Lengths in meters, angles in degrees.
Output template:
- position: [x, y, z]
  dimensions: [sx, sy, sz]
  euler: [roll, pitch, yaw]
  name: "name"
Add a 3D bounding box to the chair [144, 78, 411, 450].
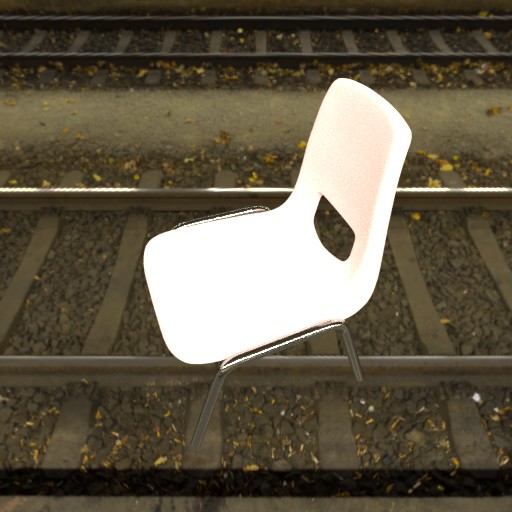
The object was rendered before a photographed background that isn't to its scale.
- position: [0.000, 0.000, 0.784]
  dimensions: [0.385, 0.537, 0.354]
  euler: [-15, 46, -15]
  name: "chair"
